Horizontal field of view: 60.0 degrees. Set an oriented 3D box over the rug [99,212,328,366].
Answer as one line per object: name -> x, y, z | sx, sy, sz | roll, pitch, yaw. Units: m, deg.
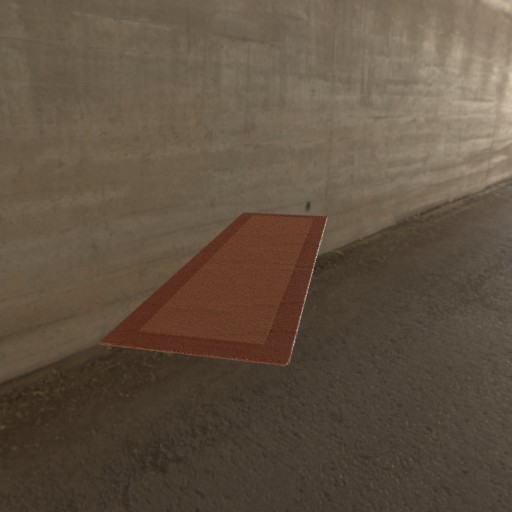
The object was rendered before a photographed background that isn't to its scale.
rug -> 0.000, 0.000, 2.802 | 0.914, 0.013, 2.471 | 3, 18, 8
